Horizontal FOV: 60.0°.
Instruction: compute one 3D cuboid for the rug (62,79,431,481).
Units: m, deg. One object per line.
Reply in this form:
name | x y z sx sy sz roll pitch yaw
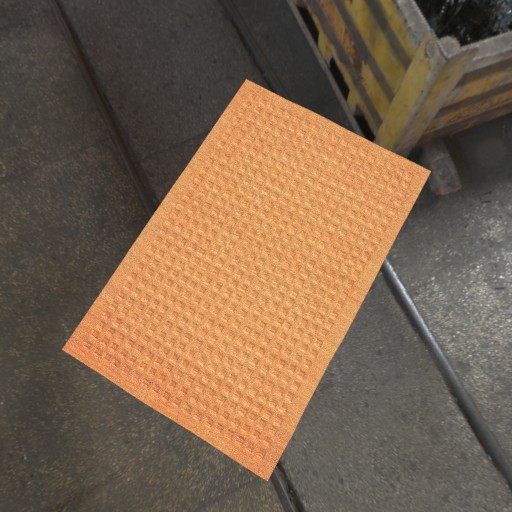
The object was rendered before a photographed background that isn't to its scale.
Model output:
rug | 0.000 0.000 2.247 1.143 0.006 1.747 29 77 7
